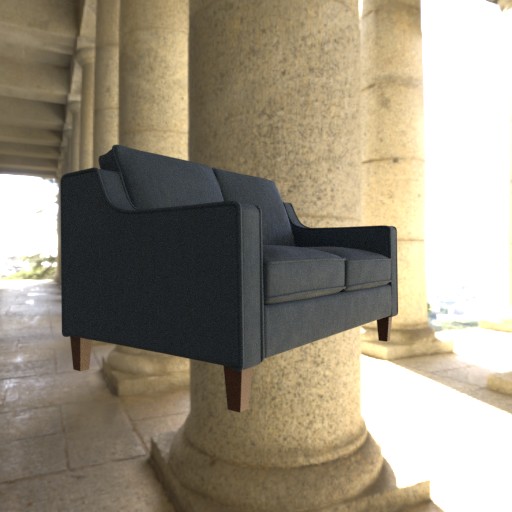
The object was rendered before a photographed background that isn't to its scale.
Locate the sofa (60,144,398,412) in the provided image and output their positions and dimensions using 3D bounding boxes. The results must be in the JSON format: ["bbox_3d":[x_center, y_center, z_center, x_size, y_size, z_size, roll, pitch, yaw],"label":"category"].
[{"bbox_3d":[0.000,0.000,2.211,0.987,0.971,1.501,0,0,35],"label":"sofa"}]
